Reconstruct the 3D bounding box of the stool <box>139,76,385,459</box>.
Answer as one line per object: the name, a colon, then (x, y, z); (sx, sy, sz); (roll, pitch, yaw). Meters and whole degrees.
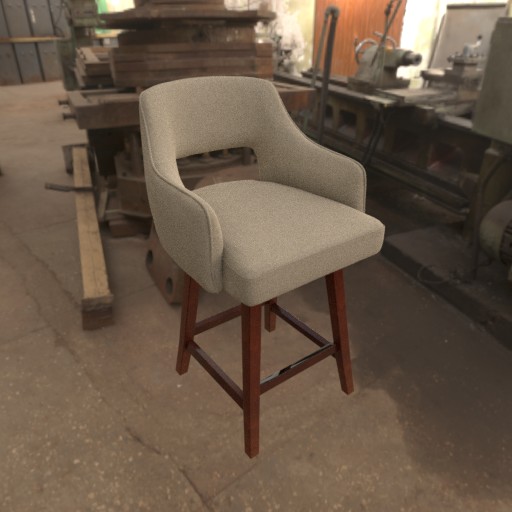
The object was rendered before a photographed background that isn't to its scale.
stool: (0.000, 0.000, 1.306); (0.550, 0.936, 0.560); (-20, 34, -32)
